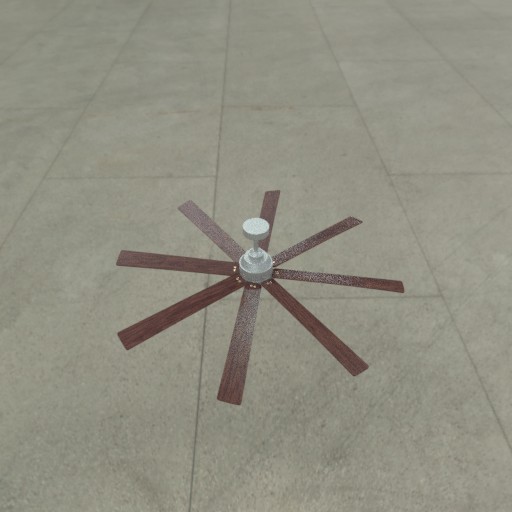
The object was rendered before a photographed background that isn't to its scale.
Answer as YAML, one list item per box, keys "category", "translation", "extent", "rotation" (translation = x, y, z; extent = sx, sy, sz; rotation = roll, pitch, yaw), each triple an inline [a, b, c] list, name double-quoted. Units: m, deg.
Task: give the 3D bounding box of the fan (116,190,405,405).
- category: "fan"
  translation: [0.000, 0.000, 2.729]
  extent: [1.830, 0.472, 1.830]
  rotation: [-27, 49, -26]
